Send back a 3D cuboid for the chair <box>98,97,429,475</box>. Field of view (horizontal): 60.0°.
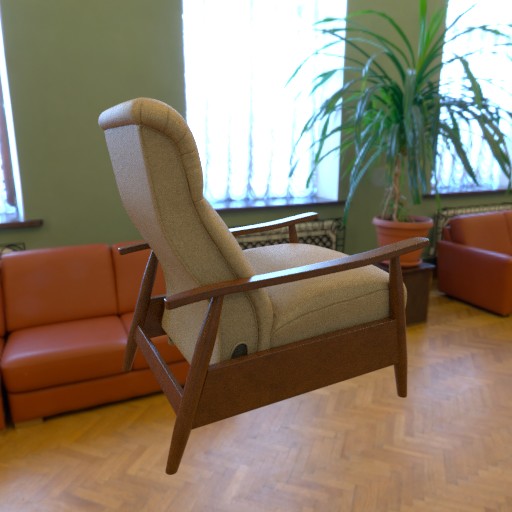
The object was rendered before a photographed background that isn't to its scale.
[{"bbox_3d":[0.000,0.000,1.719,1.030,1.082,0.762,-7,16,-26],"label":"chair"}]
